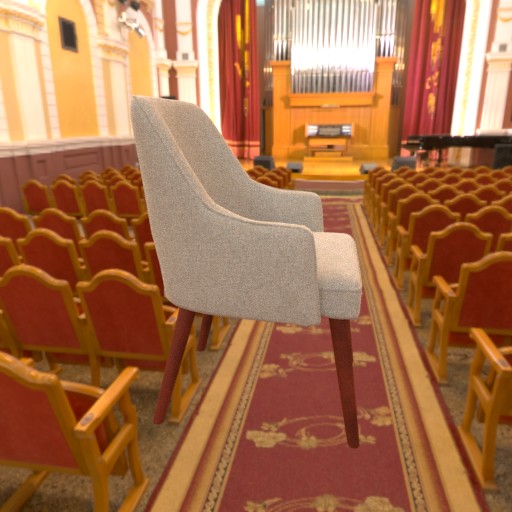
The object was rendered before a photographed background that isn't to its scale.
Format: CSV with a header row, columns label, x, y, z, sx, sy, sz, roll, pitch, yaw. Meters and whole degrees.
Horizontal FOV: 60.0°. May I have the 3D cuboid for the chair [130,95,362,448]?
label,x,y,z,sx,sy,sz,roll,pitch,yaw
chair,0.000,0.000,1.247,0.605,0.849,0.548,3,17,9
